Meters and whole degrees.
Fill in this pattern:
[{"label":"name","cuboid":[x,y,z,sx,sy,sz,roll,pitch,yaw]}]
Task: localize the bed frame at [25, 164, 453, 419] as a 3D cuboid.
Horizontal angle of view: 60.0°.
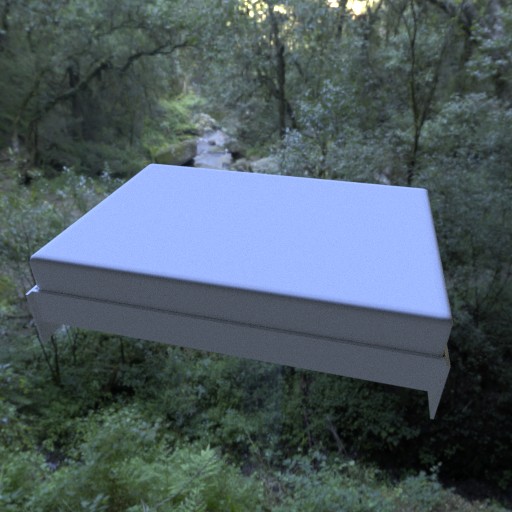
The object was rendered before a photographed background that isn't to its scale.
[{"label":"bed frame","cuboid":[0.000,0.000,2.581,1.945,0.497,1.445,8,33,12]}]
